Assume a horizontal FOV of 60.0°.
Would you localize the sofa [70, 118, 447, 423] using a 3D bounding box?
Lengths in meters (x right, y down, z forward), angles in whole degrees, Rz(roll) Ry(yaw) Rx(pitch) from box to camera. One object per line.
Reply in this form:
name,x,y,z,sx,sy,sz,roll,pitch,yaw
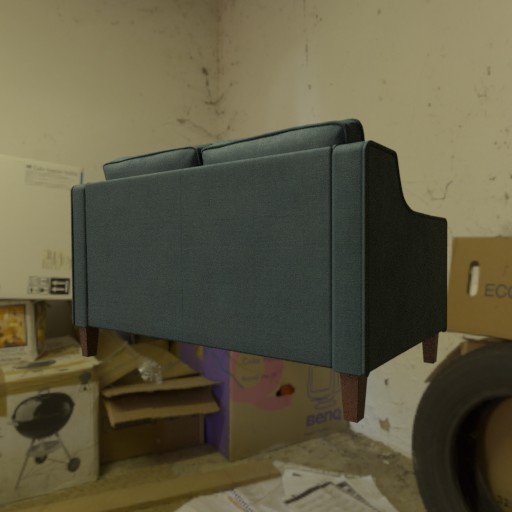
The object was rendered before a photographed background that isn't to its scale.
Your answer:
sofa,0.000,0.000,2.095,1.501,0.971,0.987,1,1,36
